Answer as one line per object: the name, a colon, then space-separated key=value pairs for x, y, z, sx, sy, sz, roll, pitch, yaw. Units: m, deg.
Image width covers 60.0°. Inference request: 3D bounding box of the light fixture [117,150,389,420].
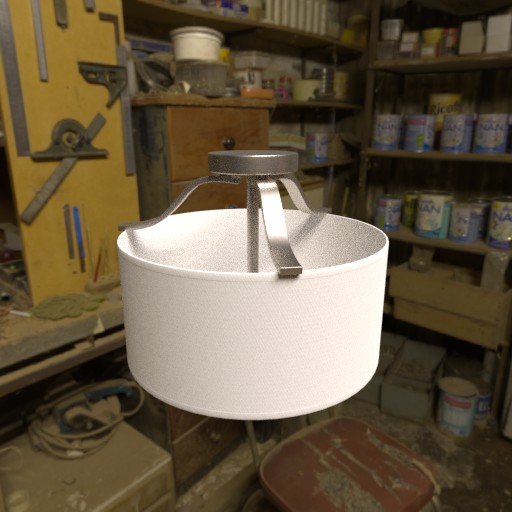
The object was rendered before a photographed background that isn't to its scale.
light fixture: x=0.000 y=0.000 z=0.664 sx=0.395 sy=0.304 sz=0.395 roll=0 pitch=16 yaw=0
